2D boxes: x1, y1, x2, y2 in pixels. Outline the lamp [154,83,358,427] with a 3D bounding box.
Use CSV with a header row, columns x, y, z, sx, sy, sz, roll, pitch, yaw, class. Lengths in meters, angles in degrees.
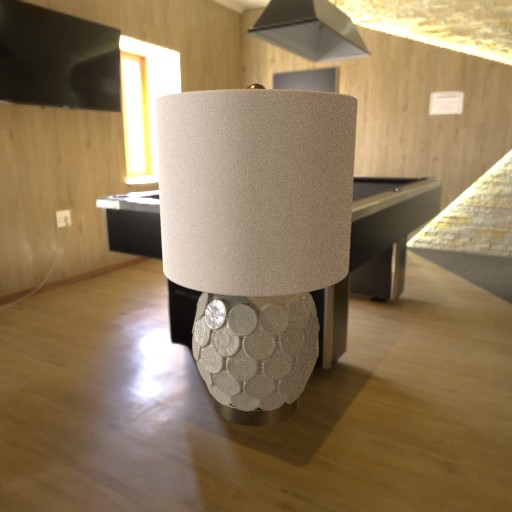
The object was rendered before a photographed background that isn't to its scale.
x,y,z,sx,sy,sz,roll,pitch,yaw,class
0.000,0.000,0.617,0.254,0.452,0.254,0,14,0,lamp
